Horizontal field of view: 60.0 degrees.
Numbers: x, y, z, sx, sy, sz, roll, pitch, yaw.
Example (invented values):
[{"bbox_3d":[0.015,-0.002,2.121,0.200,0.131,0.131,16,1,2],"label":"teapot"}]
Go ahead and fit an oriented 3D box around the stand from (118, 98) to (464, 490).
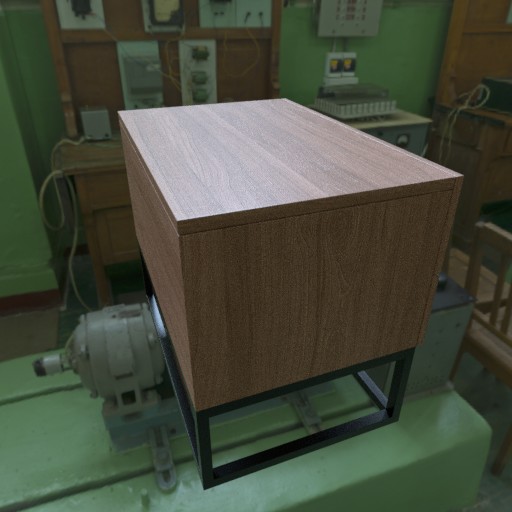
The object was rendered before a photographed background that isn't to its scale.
[{"bbox_3d":[0.000,0.000,0.923,0.420,0.500,0.600,-11,32,-18],"label":"stand"}]
